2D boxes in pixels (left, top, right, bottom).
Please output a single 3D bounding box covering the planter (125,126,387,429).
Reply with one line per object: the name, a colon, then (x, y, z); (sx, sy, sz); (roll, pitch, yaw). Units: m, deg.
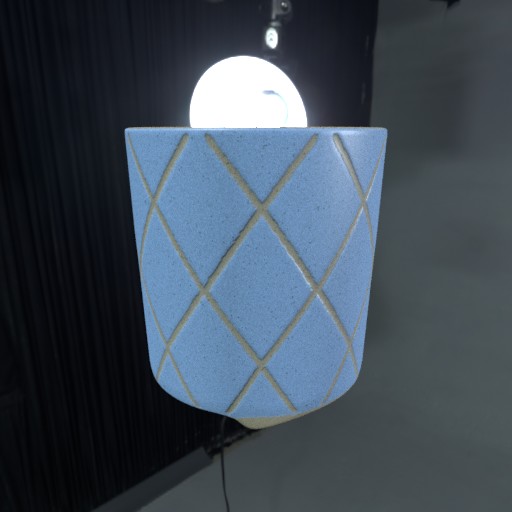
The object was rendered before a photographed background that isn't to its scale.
planter: (0.000, 0.000, 0.360); (0.191, 0.200, 0.191); (0, 16, 0)
